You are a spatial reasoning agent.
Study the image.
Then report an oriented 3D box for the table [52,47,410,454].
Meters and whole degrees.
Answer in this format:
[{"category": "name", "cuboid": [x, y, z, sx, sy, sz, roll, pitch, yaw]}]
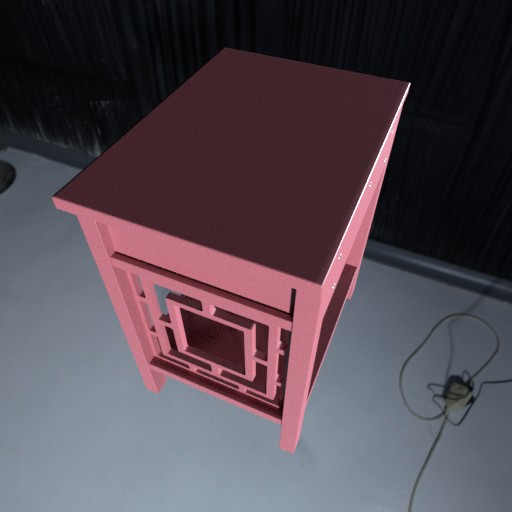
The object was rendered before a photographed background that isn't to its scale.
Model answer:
[{"category": "table", "cuboid": [0.000, 0.000, 1.068, 0.451, 0.686, 0.599, 18, 50, 16]}]
